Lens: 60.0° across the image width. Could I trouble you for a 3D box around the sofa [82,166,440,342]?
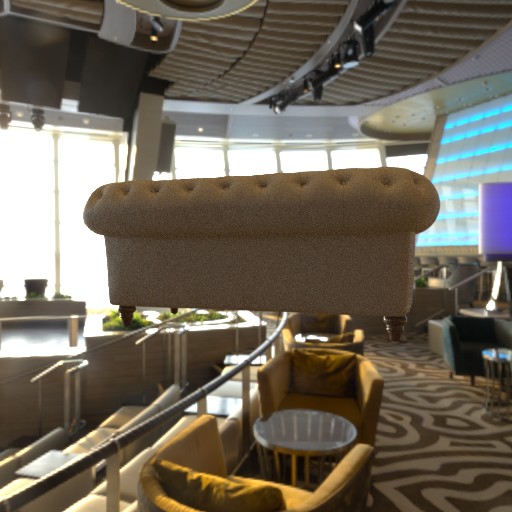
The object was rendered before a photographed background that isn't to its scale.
[{"bbox_3d":[0.000,0.000,2.565,1.988,0.835,1.069,0,0,18],"label":"sofa"}]
